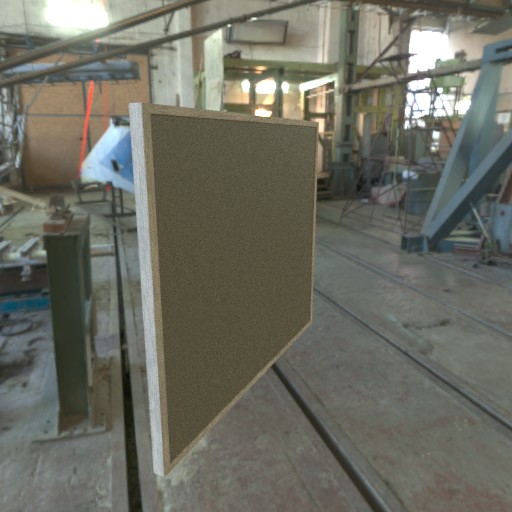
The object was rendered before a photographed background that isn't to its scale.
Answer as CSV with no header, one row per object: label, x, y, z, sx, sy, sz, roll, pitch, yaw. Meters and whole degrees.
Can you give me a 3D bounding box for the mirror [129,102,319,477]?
mirror,0.000,0.000,1.137,0.028,0.689,0.839,7,16,26
